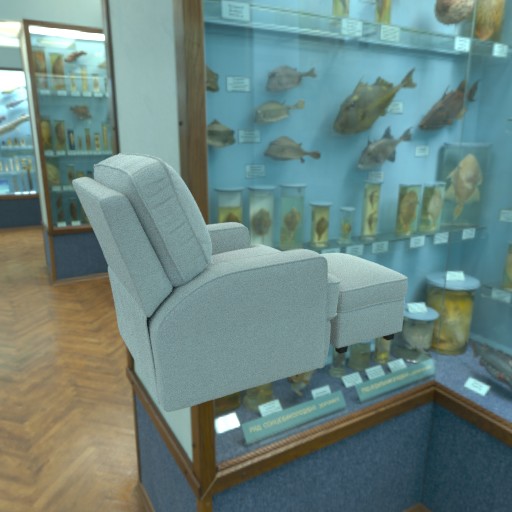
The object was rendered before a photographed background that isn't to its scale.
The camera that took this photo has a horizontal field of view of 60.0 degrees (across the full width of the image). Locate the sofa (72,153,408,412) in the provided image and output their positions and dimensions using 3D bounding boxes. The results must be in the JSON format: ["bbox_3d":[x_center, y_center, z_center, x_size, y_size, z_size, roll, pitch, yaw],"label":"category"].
[{"bbox_3d":[0.000,0.000,2.089,1.472,0.959,0.861,-8,17,-27],"label":"sofa"}]
